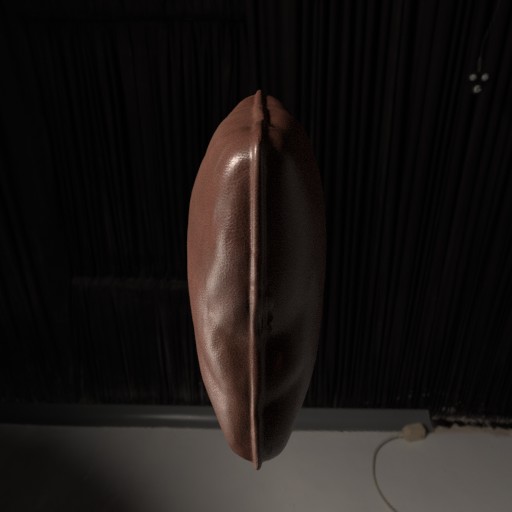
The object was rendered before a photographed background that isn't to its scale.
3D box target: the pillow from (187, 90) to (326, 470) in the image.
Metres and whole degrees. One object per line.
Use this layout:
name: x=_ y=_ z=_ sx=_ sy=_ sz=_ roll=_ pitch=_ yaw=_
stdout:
pillow: x=0.000 y=0.000 z=0.802 sx=0.236 sy=0.523 sz=0.532 roll=0 pitch=26 yaw=1
